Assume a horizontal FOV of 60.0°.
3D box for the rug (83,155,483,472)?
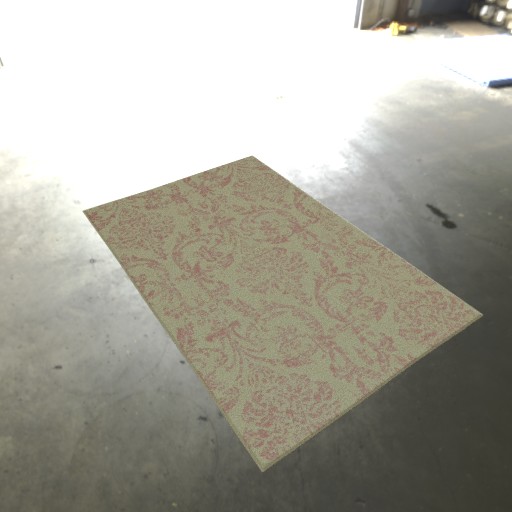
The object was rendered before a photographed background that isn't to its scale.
[{"bbox_3d":[0.000,0.000,2.303,1.219,0.012,1.839,-24,46,-26],"label":"rug"}]
